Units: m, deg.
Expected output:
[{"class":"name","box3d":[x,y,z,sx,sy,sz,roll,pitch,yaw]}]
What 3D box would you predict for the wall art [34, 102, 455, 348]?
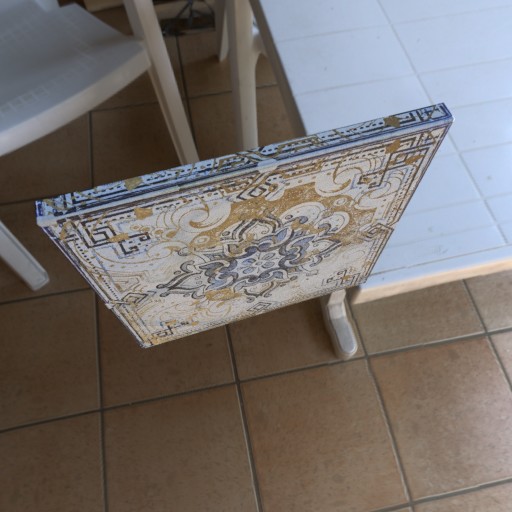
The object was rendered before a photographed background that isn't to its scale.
[{"class":"wall art","box3d":[0.000,0.000,0.893,0.609,0.607,0.036,-16,64,-8]}]
